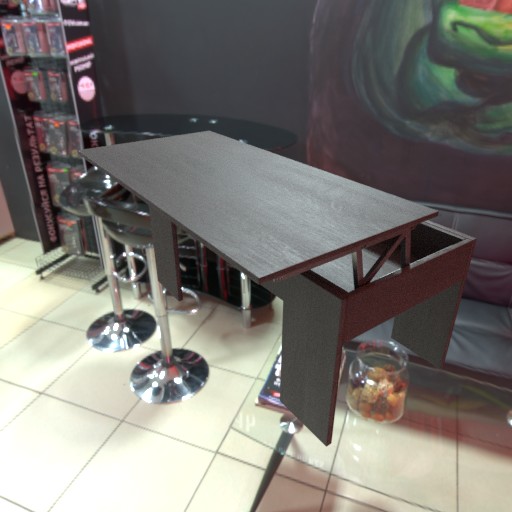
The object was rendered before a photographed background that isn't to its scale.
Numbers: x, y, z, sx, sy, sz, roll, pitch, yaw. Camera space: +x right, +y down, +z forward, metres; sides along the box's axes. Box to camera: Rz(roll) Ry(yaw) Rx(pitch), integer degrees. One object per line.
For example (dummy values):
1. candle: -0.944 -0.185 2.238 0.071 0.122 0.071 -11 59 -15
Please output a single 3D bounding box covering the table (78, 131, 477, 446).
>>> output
1. table: 0.000 0.000 1.402 0.711 0.570 1.000 -19 33 -31
